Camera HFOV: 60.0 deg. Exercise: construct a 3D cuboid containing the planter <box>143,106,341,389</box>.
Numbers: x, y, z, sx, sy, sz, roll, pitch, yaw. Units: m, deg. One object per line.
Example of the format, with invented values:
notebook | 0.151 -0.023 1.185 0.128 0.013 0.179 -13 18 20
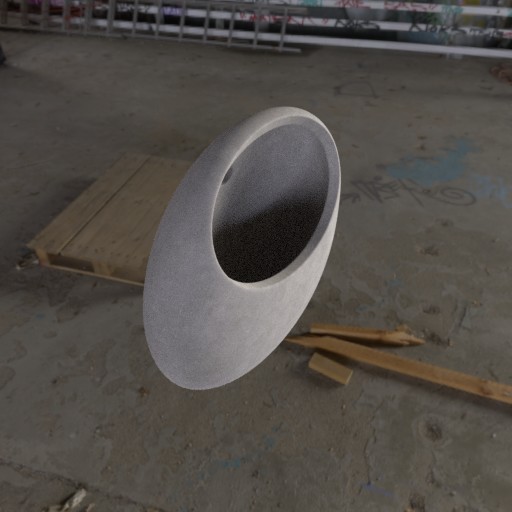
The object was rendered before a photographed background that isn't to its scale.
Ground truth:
planter | 0.000 0.000 0.289 0.071 0.188 0.185 25 46 26
